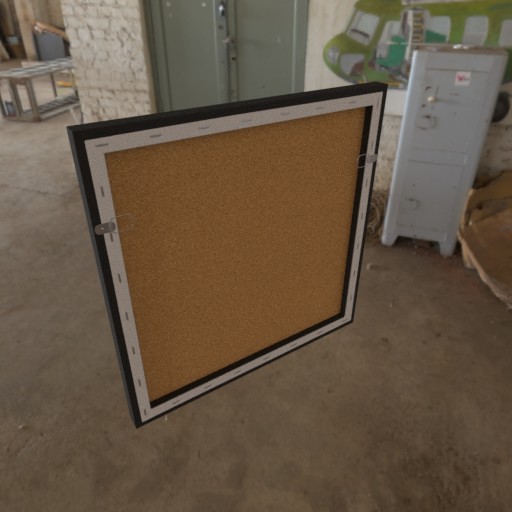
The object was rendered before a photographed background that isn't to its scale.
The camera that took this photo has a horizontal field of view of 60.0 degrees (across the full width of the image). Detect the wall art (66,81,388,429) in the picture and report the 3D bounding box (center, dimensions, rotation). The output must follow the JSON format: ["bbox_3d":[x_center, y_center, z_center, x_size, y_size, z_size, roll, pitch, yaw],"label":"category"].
[{"bbox_3d":[0.000,0.000,1.125,0.758,0.758,0.044,-19,36,-28],"label":"wall art"}]
